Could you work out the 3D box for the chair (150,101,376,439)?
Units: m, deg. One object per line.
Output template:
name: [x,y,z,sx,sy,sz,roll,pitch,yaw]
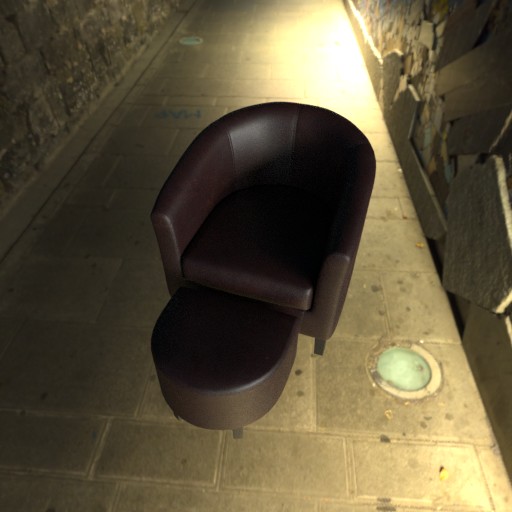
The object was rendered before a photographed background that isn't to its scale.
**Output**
chair: [0.000,0.000,1.692,0.737,0.755,1.176,13,43,14]
